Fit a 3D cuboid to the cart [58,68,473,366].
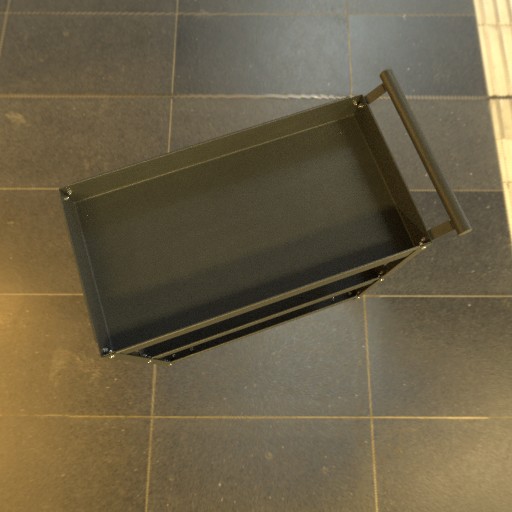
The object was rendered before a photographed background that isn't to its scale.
[{"bbox_3d":[0.000,0.000,1.197,0.719,0.780,0.366,-19,76,-5],"label":"cart"}]
